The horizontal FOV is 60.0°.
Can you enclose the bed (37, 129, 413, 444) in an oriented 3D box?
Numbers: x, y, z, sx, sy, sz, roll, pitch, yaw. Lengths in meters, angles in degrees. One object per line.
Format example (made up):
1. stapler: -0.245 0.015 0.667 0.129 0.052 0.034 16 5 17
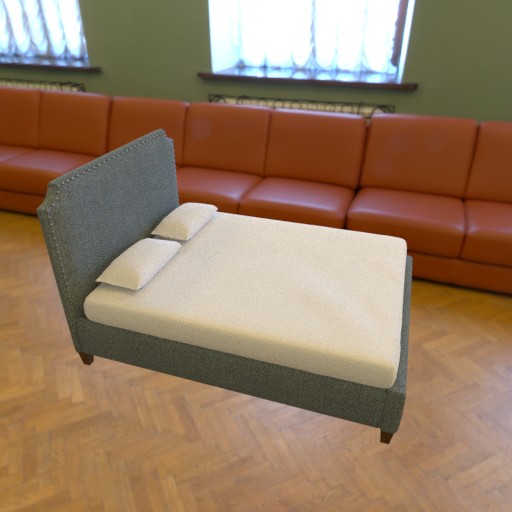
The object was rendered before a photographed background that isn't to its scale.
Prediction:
1. bed: 0.000 0.000 3.416 2.372 1.443 1.712 9 31 16
